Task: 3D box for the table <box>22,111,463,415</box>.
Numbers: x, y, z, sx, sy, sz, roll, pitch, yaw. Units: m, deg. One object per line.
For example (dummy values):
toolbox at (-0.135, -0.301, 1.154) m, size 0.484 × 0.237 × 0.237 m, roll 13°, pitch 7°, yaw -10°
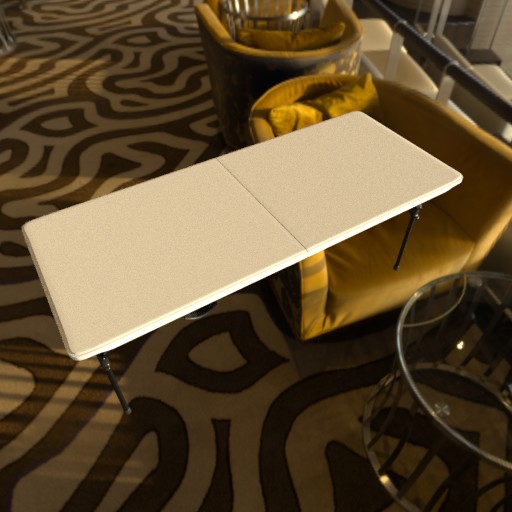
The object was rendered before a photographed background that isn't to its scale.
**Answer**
table at (0.000, 0.000, 2.194) m, size 1.829 × 0.719 × 0.761 m, roll -24°, pitch 51°, yaw -22°
